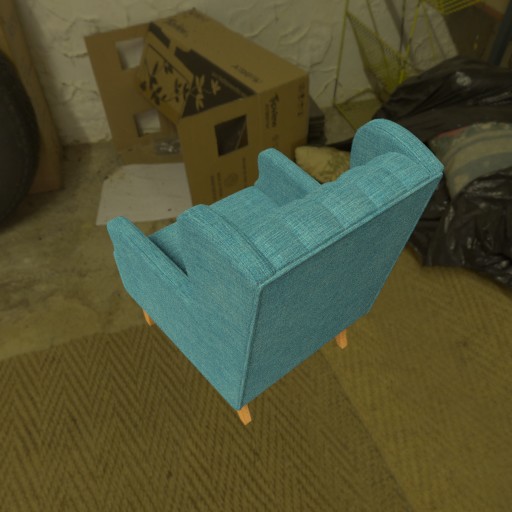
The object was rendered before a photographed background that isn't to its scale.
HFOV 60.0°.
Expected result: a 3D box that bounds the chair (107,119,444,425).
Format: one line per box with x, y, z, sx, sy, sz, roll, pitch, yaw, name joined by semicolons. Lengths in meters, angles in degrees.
0.000;0.000;1.502;0.711;0.952;0.775;-30;53;-26;chair
